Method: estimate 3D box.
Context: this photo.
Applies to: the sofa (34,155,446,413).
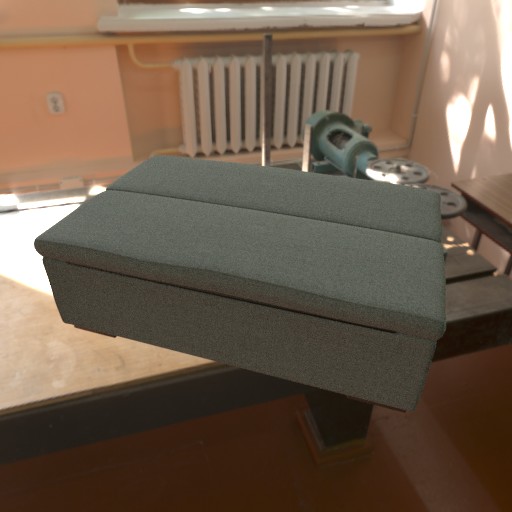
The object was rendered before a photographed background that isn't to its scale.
[{"bbox_3d":[0.000,0.000,1.652,1.250,0.434,0.817,10,35,15],"label":"sofa"}]
